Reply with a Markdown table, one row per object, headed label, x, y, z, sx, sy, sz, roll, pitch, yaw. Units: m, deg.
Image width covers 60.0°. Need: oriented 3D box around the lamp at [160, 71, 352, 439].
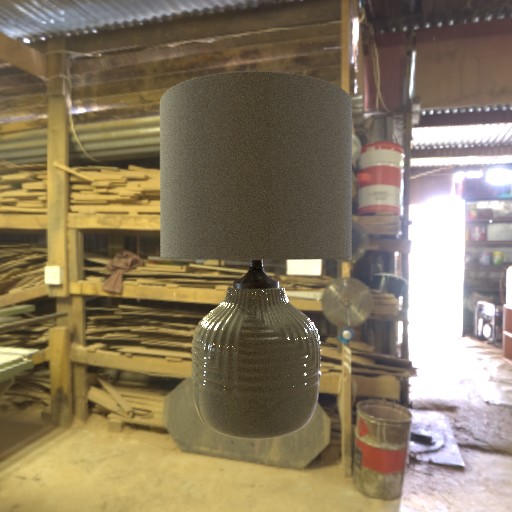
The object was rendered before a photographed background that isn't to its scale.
| label | x | y | z | sx | sy | sz | roll | pitch | yaw |
| --- | --- | --- | --- | --- | --- | --- | --- | --- | --- |
| lamp | 0.000 | 0.000 | 0.753 | 0.318 | 0.567 | 0.318 | 0 | 1 | 0 |
